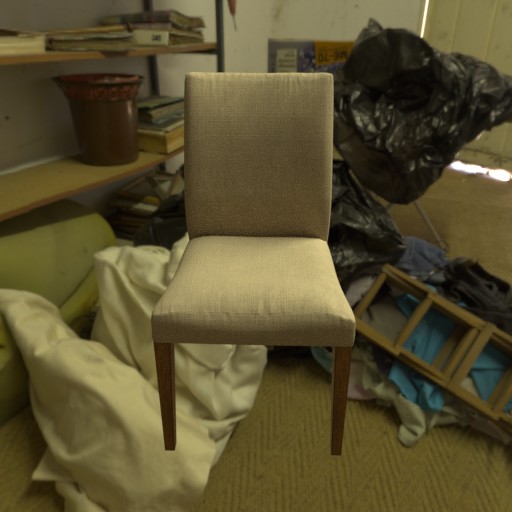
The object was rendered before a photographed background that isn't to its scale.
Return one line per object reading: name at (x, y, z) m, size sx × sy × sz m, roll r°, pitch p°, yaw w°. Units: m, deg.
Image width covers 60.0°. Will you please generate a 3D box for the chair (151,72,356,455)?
chair at (0.000, 0.000, 1.282) m, size 0.496 × 0.940 × 0.585 m, roll 1°, pitch 28°, yaw 2°
